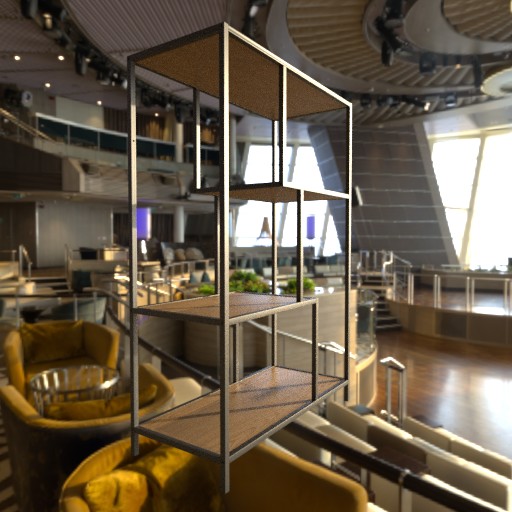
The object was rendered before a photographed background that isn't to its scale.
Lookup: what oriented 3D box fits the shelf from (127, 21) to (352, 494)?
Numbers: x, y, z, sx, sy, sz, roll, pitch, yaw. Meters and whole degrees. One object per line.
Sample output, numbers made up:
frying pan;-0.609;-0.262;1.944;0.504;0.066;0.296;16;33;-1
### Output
shelf;0.000;0.000;1.482;0.350;1.138;0.770;1;3;35
